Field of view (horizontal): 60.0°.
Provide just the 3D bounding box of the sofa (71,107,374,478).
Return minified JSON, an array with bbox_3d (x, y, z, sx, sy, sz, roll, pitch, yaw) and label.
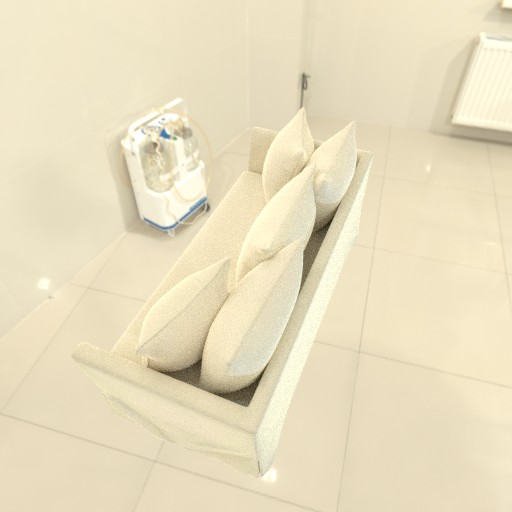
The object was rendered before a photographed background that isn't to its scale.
[{"bbox_3d":[0.000,0.000,2.871,1.031,1.034,2.290,17,48,16],"label":"sofa"}]
